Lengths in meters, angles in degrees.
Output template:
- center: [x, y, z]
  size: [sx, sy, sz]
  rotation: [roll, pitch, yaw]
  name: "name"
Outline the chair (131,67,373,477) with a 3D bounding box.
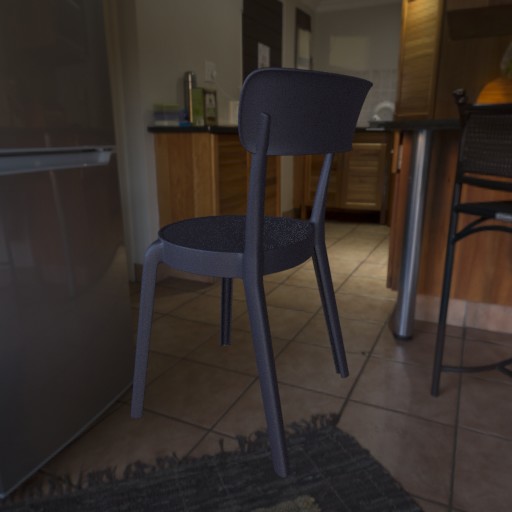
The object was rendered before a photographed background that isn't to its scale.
- center: [0.000, 0.000, 1.082]
  size: [0.491, 0.790, 0.506]
  rotation: [8, 18, 27]
  name: "chair"
